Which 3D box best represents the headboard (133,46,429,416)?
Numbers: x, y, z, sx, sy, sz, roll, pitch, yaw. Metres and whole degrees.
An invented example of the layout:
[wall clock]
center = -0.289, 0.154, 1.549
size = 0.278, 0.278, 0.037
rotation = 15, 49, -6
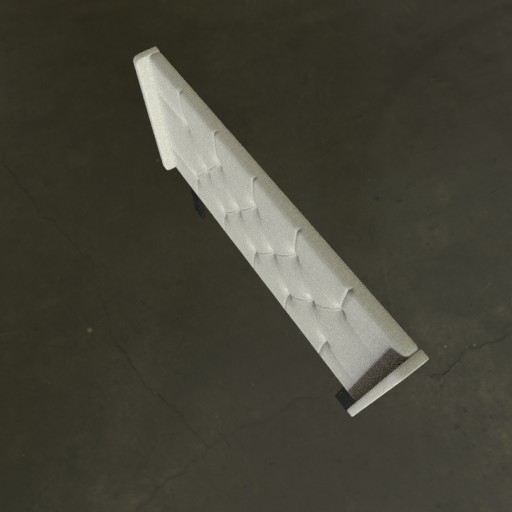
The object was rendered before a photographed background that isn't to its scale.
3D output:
[headboard]
center = 0.000, 0.000, 2.648
size = 0.184, 1.524, 2.051
rotation = -31, 67, -15
